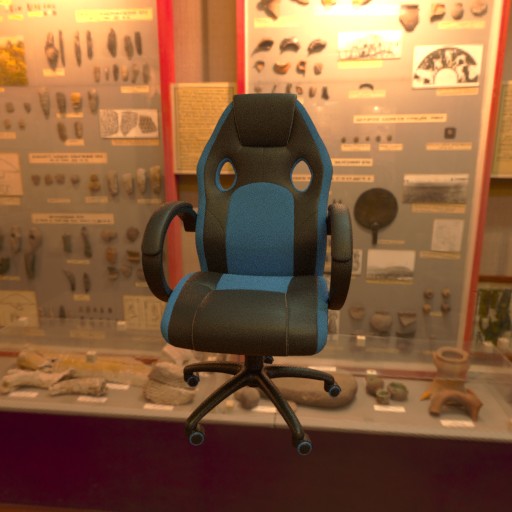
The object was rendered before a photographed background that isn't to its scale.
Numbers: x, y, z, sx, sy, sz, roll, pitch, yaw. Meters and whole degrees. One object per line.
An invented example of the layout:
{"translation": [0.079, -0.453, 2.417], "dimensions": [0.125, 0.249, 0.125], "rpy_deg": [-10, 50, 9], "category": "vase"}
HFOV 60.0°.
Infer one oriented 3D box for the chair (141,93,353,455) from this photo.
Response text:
{"translation": [0.000, 0.000, 1.617], "dimensions": [0.673, 1.187, 0.724], "rpy_deg": [2, 14, 7], "category": "chair"}
